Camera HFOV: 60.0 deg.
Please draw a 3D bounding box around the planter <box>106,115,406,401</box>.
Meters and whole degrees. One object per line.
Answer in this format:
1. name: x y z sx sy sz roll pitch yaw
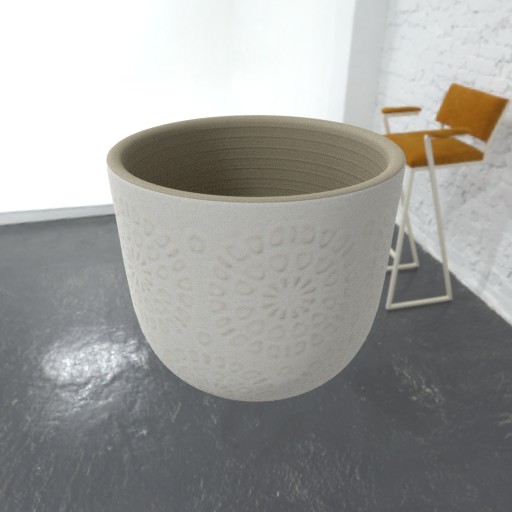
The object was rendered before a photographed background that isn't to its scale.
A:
1. planter: 0.000 0.000 0.217 0.124 0.109 0.124 0 30 0
